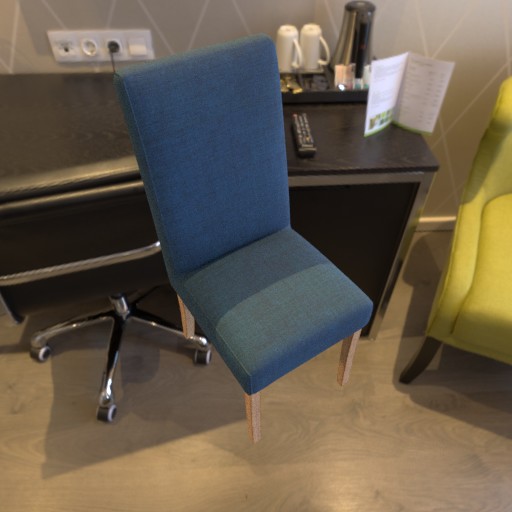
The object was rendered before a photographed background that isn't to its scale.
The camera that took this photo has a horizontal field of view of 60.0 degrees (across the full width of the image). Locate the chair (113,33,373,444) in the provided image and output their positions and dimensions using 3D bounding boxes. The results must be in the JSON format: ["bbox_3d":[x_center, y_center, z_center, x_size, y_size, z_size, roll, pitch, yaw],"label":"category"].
[{"bbox_3d":[0.000,0.000,1.332,0.450,1.029,0.610,-25,52,-22],"label":"chair"}]
